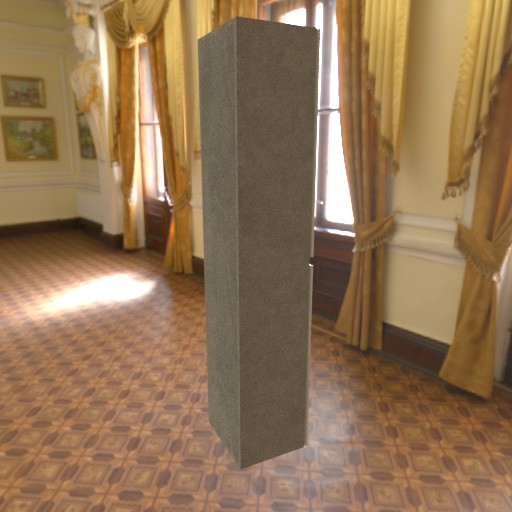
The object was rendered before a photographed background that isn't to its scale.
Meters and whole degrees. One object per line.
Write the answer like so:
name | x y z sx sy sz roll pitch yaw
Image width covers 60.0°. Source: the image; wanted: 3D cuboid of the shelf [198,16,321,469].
shelf | 0.000 0.000 1.527 0.270 1.400 0.300 -7 16 -26
